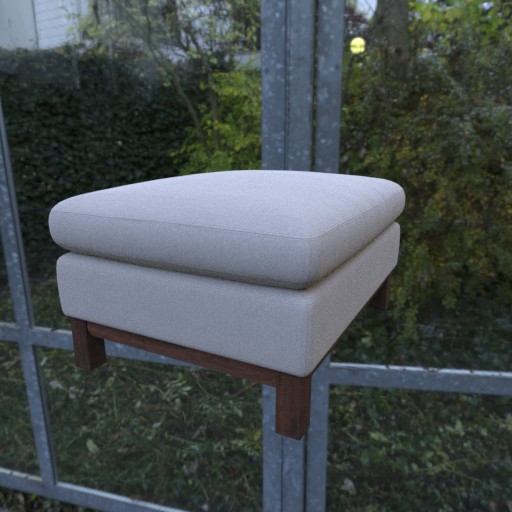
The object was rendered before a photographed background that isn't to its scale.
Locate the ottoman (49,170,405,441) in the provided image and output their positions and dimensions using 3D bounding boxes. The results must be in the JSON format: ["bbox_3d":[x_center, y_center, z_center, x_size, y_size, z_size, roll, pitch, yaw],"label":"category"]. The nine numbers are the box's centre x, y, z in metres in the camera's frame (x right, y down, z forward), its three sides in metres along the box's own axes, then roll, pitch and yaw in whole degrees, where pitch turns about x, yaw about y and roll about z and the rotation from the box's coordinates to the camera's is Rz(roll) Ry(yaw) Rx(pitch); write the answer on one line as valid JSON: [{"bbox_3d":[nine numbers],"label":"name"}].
[{"bbox_3d":[0.000,0.000,1.130,0.606,0.420,0.771,8,17,27],"label":"ottoman"}]
